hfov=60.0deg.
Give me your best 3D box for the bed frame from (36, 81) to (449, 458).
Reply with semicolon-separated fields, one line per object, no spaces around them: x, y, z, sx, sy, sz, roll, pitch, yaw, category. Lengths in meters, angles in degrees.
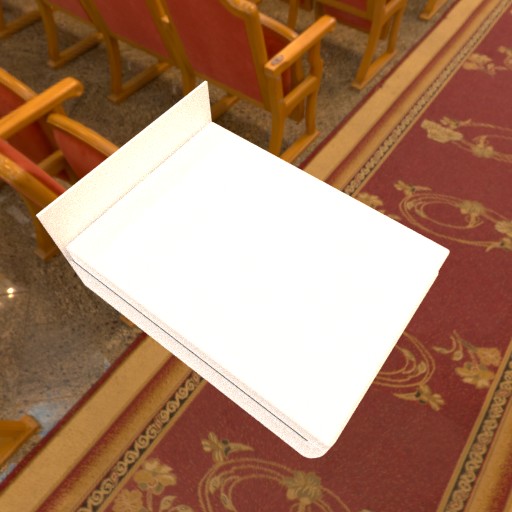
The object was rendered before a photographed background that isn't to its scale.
0.000;0.000;2.712;1.900;0.800;1.400;33;64;18;bed frame
